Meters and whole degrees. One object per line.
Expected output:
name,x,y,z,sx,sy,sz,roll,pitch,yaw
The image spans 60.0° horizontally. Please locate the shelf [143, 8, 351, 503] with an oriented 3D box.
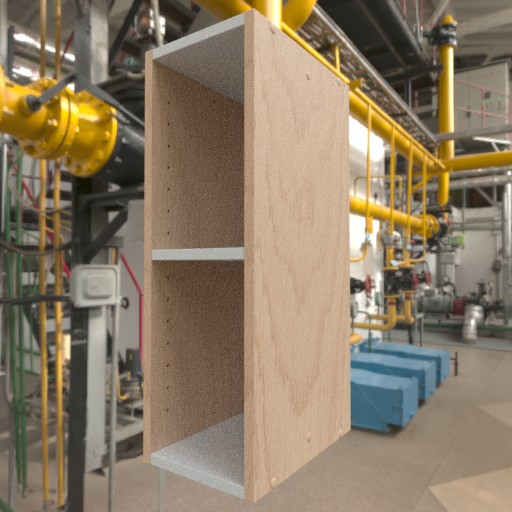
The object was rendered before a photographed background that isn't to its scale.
shelf,0.000,0.000,0.711,0.200,0.600,0.290,-1,-1,35
